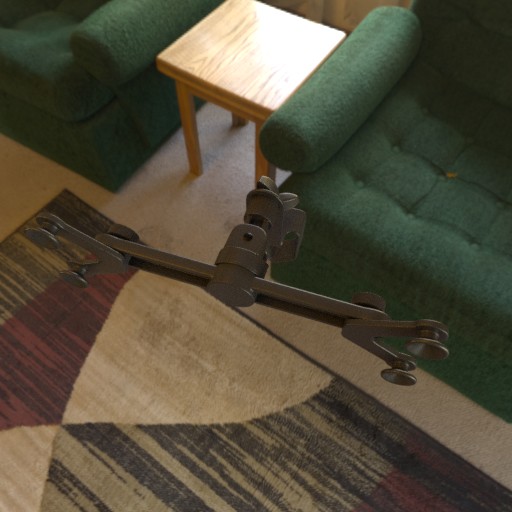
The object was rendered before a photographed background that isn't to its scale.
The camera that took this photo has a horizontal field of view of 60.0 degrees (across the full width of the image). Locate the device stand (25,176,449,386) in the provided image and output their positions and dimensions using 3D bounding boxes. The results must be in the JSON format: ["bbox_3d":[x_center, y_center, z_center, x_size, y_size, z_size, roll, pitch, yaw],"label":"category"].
[{"bbox_3d":[0.000,0.000,0.365,0.270,0.166,0.142,15,60,9],"label":"device stand"}]
